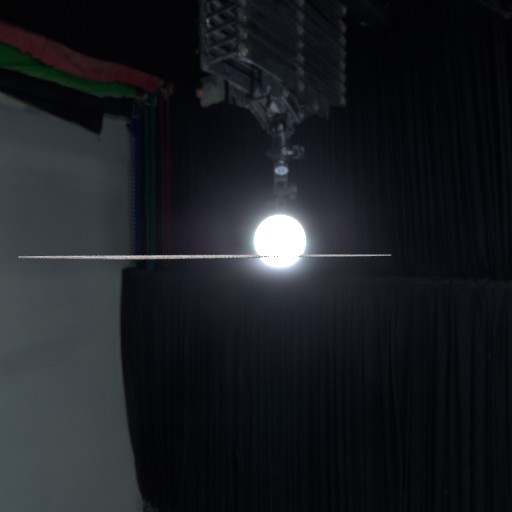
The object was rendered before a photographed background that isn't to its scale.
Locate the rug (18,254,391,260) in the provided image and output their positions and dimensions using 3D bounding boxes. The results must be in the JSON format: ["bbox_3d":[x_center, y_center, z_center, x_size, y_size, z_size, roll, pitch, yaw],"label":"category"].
[{"bbox_3d":[0.000,0.000,2.675,0.766,0.008,2.432,0,1,37],"label":"rug"}]
